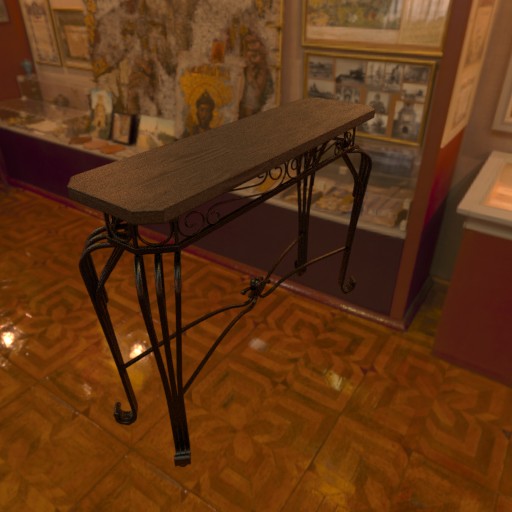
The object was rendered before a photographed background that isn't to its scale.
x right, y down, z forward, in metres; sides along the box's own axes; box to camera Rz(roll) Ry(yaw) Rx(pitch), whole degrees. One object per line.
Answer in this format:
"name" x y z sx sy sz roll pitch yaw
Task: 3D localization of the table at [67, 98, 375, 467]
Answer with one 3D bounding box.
"table" 0.000 0.000 1.465 0.329 0.800 1.112 21 37 30
